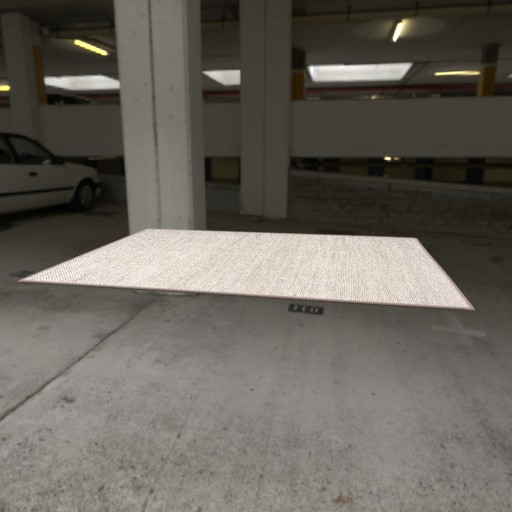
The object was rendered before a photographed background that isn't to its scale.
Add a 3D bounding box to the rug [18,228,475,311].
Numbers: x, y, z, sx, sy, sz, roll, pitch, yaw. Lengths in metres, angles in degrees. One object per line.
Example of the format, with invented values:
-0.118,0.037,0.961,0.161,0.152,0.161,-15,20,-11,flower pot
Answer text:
0.000,0.000,2.718,2.115,0.013,1.517,3,14,11,rug
